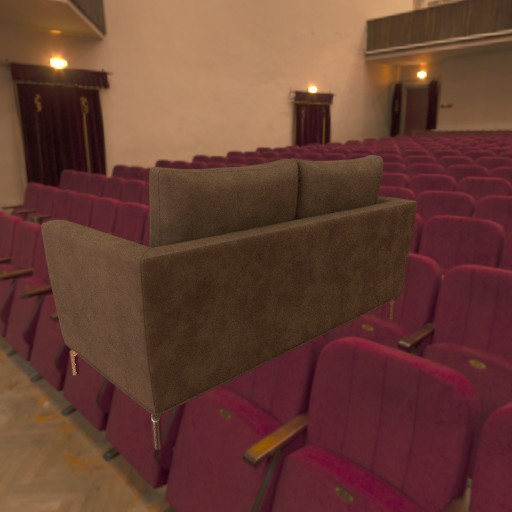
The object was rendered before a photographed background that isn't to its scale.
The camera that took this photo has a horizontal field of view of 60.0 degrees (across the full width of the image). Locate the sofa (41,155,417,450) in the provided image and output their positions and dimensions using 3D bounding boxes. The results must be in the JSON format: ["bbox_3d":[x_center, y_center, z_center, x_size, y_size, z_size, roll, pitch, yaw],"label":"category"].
[{"bbox_3d":[0.000,0.000,2.319,1.832,1.013,0.855,-14,21,-42],"label":"sofa"}]
